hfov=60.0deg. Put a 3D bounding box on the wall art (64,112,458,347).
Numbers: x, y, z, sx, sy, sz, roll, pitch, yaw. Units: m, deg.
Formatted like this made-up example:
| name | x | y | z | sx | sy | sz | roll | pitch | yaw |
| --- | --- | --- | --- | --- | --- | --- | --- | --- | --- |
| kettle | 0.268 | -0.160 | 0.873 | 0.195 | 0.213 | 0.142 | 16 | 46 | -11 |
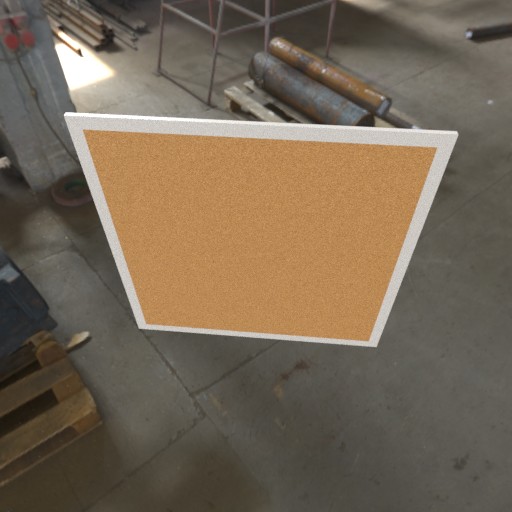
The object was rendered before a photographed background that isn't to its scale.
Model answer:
| name | x | y | z | sx | sy | sz | roll | pitch | yaw |
| --- | --- | --- | --- | --- | --- | --- | --- | --- | --- |
| wall art | 0.000 | 0.000 | 0.834 | 0.558 | 0.559 | 0.009 | 4 | 48 | 3 |
